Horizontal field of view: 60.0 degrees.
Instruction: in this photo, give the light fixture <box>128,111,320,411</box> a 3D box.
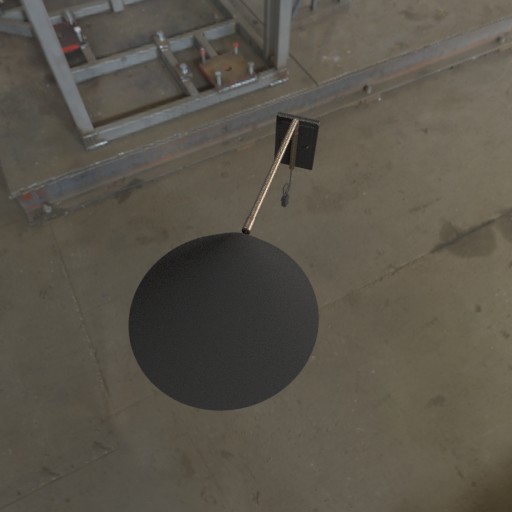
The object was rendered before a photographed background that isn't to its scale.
[{"bbox_3d":[0.000,0.000,0.699,0.240,0.312,0.516,15,60,9],"label":"light fixture"}]
